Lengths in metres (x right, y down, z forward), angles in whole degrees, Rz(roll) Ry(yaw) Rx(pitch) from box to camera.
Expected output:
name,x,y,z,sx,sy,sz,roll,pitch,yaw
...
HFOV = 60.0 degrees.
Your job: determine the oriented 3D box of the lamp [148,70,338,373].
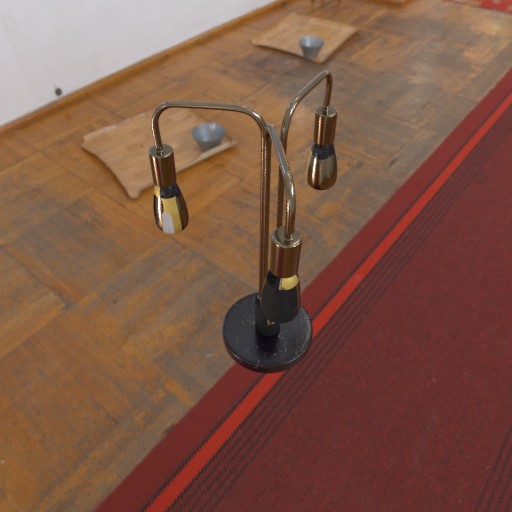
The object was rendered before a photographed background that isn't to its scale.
name,x,y,z,sx,sy,sz,roll,pitch,yaw
lamp,0.000,0.000,0.810,0.355,0.560,0.368,-4,47,-4
